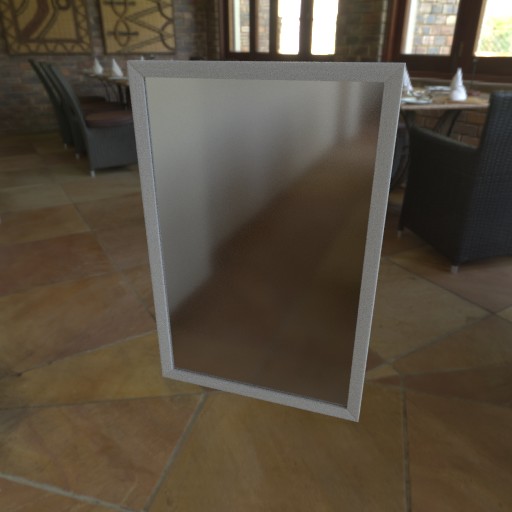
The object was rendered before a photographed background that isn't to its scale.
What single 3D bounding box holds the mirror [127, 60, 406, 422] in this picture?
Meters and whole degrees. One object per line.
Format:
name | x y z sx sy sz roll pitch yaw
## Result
mirror | 0.000 0.000 1.139 0.609 0.915 0.040 8 26 16
